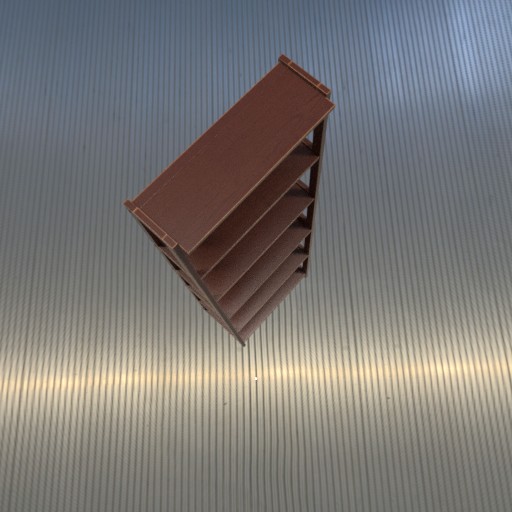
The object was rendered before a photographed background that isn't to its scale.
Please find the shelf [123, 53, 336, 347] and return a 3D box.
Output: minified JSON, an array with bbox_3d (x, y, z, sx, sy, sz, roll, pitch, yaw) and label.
[{"bbox_3d":[0.000,0.000,2.146,0.381,1.892,0.660,41,78,10],"label":"shelf"}]
